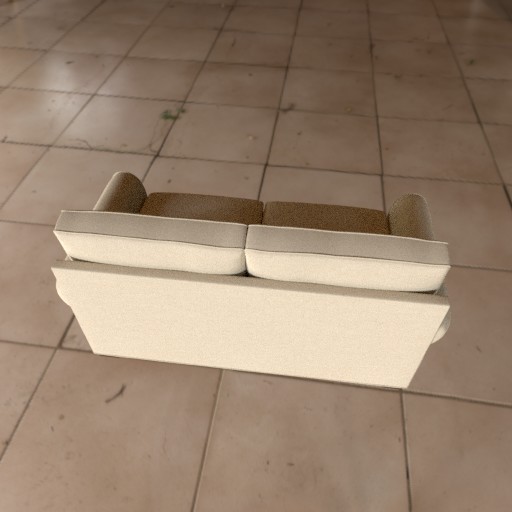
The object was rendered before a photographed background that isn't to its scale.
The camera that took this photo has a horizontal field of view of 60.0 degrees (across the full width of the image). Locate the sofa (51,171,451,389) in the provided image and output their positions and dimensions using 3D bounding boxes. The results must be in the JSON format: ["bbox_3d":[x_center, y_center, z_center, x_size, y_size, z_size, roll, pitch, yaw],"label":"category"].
[{"bbox_3d":[0.000,0.000,2.260,1.774,0.933,0.861,5,47,5],"label":"sofa"}]
